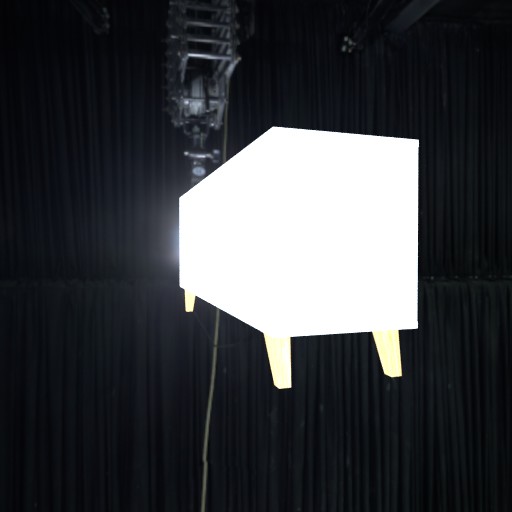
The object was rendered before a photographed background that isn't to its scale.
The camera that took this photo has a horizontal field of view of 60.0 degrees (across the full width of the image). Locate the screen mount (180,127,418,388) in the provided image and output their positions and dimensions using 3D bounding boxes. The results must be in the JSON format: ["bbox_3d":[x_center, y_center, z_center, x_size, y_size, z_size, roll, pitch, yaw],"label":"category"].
[{"bbox_3d":[0.000,0.000,1.797,0.400,0.619,1.490,0,1,-18],"label":"screen mount"}]
